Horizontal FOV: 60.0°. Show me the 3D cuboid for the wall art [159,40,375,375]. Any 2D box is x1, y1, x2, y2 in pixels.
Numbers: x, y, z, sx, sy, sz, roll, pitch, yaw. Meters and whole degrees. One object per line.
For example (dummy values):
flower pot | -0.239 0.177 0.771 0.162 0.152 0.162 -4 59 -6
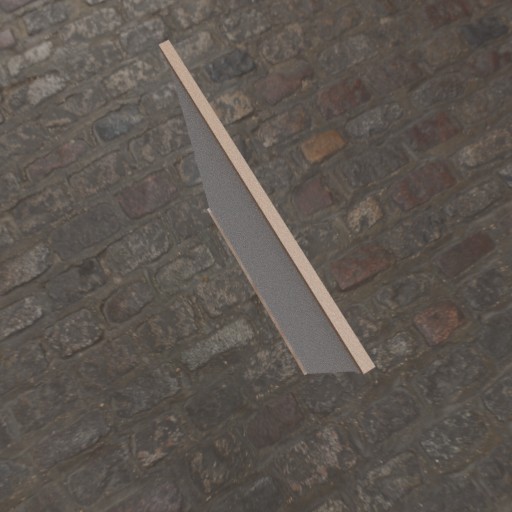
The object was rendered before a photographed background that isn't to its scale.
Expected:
wall art | 0.000 0.000 0.687 0.012 0.508 0.405 -29 77 -8
